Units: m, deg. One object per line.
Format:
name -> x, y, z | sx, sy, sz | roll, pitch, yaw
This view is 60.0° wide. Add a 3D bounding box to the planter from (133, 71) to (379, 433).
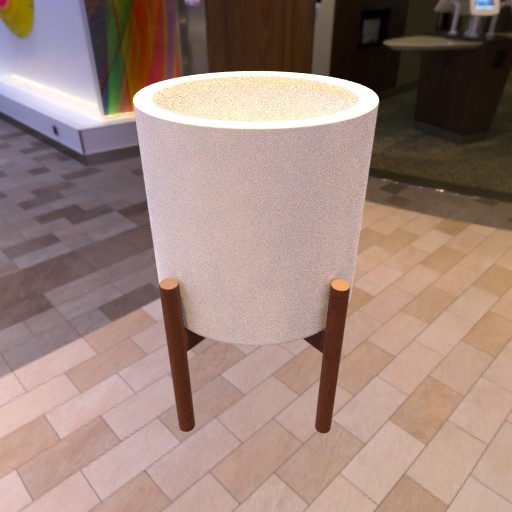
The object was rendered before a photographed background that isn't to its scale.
planter -> 0.000, 0.000, 0.949 | 0.417, 0.670, 0.417 | 0, 32, 0
